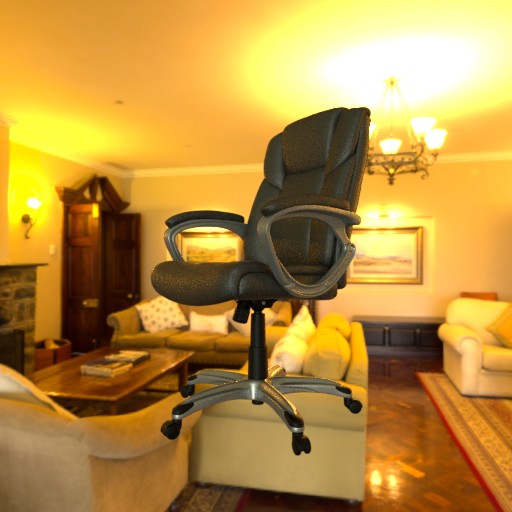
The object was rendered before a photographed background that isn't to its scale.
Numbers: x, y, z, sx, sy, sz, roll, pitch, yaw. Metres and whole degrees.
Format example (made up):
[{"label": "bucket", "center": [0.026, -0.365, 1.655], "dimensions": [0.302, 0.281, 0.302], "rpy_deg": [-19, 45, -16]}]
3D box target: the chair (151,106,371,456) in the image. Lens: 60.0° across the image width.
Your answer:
[{"label": "chair", "center": [0.000, 0.000, 1.579], "dimensions": [0.719, 1.130, 0.721], "rpy_deg": [0, 0, -36]}]
